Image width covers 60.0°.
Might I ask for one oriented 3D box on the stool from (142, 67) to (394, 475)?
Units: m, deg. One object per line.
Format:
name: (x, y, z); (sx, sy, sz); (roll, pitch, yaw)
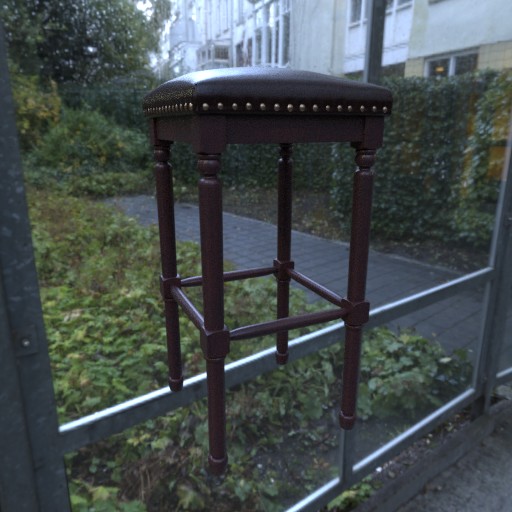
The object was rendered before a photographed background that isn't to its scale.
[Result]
stool: (0.000, 0.000, 0.982); (0.382, 0.768, 0.383); (-8, 18, -24)
